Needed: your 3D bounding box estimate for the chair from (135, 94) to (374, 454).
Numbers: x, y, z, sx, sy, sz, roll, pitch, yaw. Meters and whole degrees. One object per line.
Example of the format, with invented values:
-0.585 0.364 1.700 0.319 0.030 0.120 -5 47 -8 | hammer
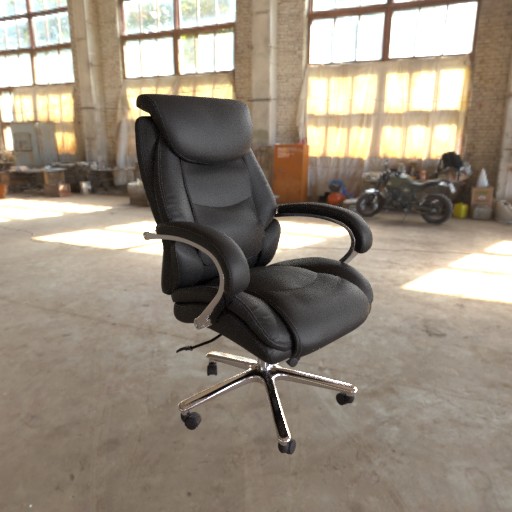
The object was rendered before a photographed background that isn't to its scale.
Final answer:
0.000 0.000 1.671 0.790 1.183 0.755 14 20 42 | chair
